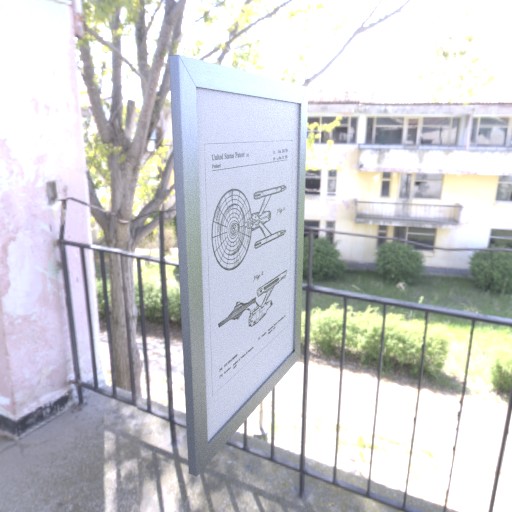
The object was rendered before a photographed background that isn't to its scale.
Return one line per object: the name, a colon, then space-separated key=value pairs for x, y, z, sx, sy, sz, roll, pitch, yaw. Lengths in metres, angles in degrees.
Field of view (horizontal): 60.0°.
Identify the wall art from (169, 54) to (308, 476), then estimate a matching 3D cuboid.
wall art: x=0.000 y=0.000 z=0.696 sx=0.013 sy=0.529 sz=0.376 roll=8 pitch=17 yaw=26
